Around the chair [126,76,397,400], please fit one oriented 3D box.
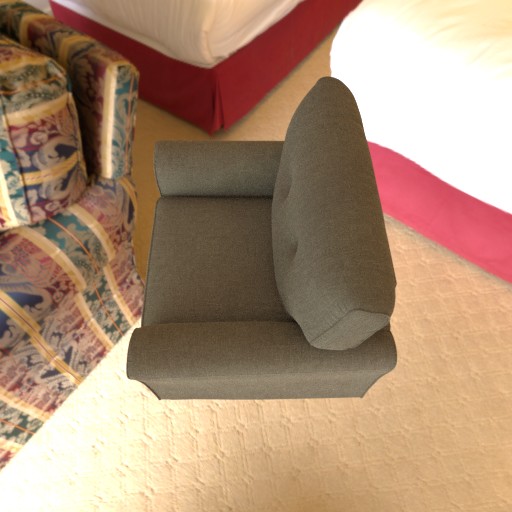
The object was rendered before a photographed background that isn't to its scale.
[{"bbox_3d":[0.000,0.000,1.616,0.816,0.890,0.941,-1,59,-1],"label":"chair"}]
